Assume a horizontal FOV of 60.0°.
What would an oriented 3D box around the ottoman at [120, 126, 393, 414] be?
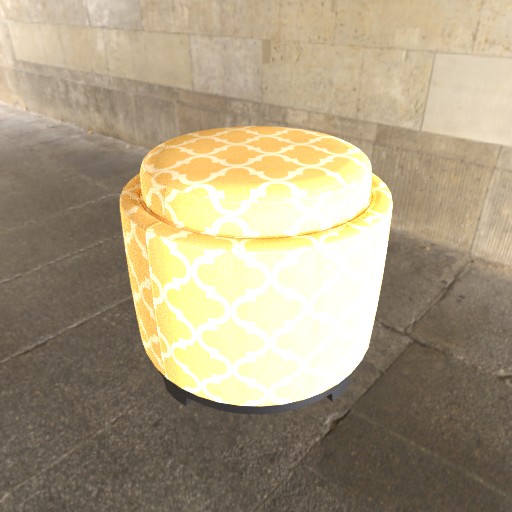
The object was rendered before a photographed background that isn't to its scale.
[{"bbox_3d":[0.000,0.000,0.864,0.480,0.429,0.480,0,30,0],"label":"ottoman"}]
